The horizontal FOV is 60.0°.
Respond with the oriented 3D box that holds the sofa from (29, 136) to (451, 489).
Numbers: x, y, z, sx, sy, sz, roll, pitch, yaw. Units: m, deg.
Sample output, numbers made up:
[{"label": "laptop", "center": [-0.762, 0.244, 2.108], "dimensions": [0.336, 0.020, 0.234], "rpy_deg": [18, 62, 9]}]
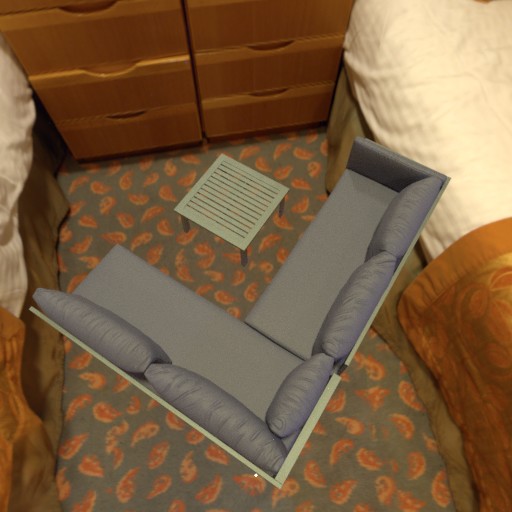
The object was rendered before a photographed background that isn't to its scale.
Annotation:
[{"label": "sofa", "center": [0.000, 0.000, 2.912], "dimensions": [1.658, 0.762, 2.149], "rpy_deg": [30, 67, 14]}]
